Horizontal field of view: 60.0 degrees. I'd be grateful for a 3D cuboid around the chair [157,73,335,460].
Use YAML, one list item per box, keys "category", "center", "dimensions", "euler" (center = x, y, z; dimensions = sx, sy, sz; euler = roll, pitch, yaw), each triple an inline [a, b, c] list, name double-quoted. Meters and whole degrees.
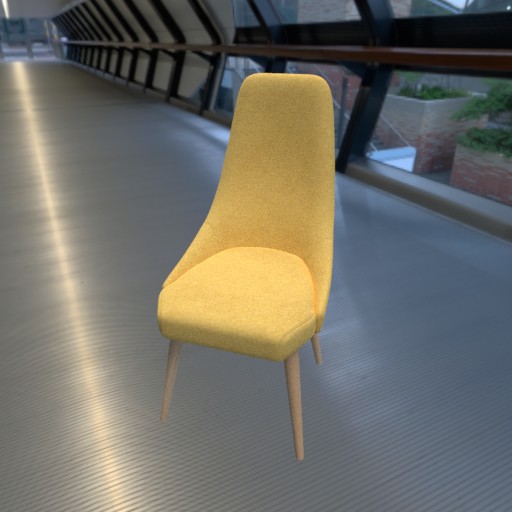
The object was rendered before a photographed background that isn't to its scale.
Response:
- category: "chair"
  center: [0.000, 0.000, 1.424]
  dimensions: [0.510, 1.040, 0.660]
  euler: [8, 28, 16]
